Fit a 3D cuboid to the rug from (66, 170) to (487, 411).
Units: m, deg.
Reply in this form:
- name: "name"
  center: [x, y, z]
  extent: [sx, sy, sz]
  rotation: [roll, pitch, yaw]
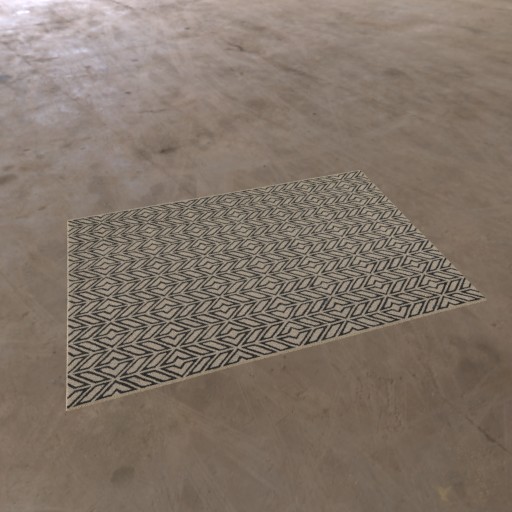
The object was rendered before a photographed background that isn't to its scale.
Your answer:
- name: "rug"
  center: [0.000, 0.000, 2.253]
  extent: [1.828, 0.007, 1.220]
  rotation: [-12, 42, -13]
